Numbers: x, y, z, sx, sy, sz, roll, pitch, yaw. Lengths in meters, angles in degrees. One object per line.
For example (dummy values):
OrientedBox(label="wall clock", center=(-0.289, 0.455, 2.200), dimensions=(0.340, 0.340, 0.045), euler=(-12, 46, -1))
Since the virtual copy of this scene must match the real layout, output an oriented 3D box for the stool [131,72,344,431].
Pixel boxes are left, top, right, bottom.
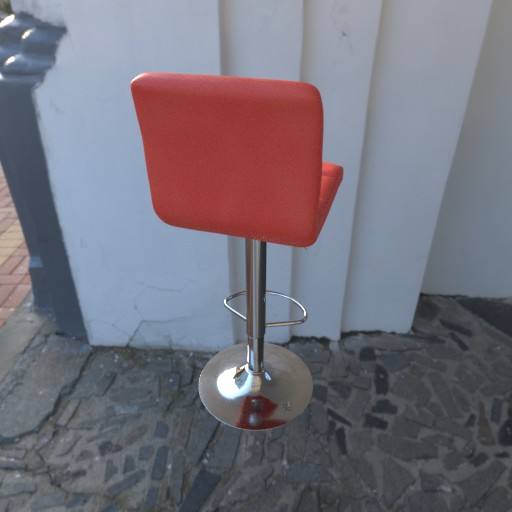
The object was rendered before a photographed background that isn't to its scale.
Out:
OrientedBox(label="stool", center=(0.000, 0.000, 1.366), dimensions=(0.430, 1.115, 0.505), euler=(10, 33, 16))
